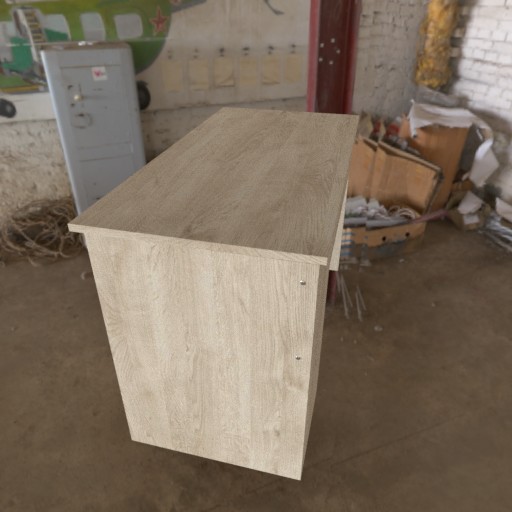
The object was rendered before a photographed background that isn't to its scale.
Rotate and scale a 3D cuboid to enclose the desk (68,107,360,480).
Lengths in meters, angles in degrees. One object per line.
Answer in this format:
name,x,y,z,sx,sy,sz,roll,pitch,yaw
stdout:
desk,0.000,0.000,1.539,0.560,0.730,1.096,8,32,12
